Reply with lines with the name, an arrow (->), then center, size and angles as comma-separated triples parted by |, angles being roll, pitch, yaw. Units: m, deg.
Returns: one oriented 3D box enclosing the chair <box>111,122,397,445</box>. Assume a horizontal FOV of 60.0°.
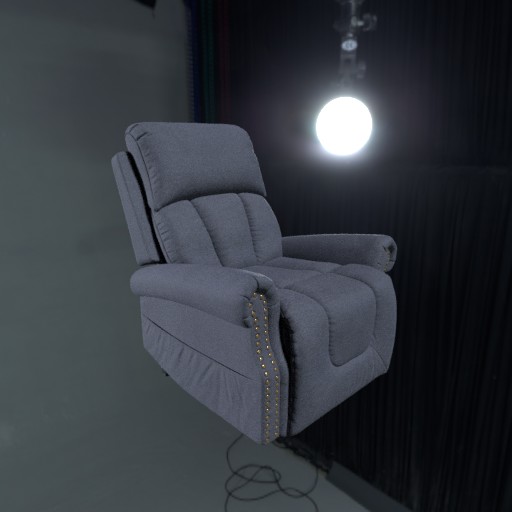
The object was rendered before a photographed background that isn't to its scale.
chair -> 0.000, 0.000, 1.761 | 0.979, 1.031, 0.871 | 14, 20, 43
